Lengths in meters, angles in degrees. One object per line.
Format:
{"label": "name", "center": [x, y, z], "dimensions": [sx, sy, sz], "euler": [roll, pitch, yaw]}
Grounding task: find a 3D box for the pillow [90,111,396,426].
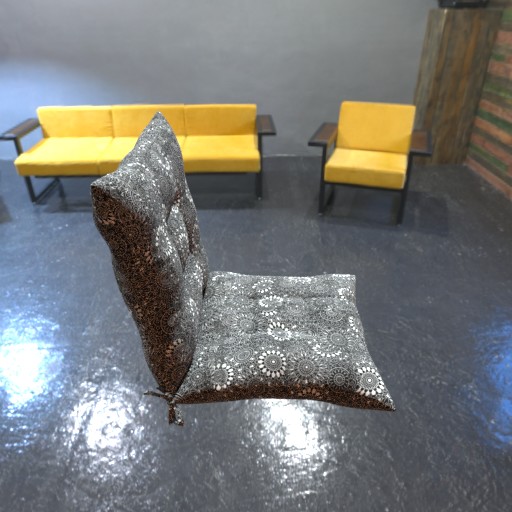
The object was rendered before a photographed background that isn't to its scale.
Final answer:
{"label": "pillow", "center": [0.000, 0.000, 1.009], "dimensions": [0.585, 0.536, 0.541], "euler": [1, 30, 1]}
